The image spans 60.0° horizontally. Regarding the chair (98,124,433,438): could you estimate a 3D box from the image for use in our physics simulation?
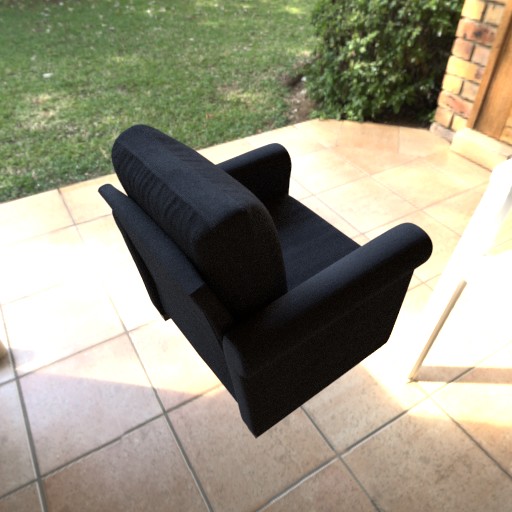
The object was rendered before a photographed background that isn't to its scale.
[{"bbox_3d":[0.000,0.000,1.612,0.828,0.942,0.867,-26,48,-27],"label":"chair"}]
